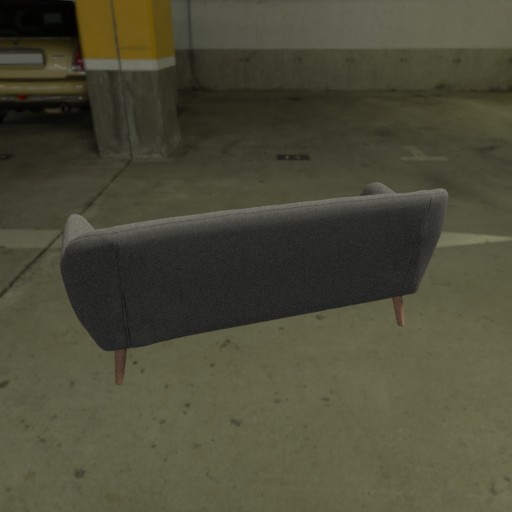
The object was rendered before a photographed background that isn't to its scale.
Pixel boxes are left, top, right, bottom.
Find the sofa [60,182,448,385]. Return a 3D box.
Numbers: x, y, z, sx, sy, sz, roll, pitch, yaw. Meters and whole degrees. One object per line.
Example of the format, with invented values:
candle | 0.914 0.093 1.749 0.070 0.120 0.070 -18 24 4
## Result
sofa | 0.000 0.000 2.285 1.840 0.820 0.820 -8 28 -16
